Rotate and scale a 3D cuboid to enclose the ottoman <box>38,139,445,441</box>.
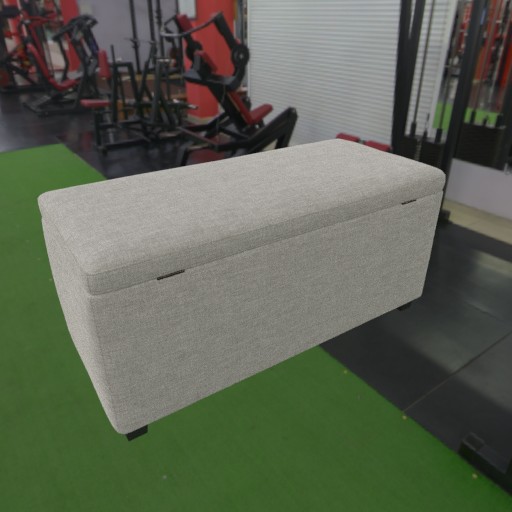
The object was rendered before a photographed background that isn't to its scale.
[{"bbox_3d":[0.000,0.000,1.115,0.902,0.432,0.419,-18,33,-29],"label":"ottoman"}]
